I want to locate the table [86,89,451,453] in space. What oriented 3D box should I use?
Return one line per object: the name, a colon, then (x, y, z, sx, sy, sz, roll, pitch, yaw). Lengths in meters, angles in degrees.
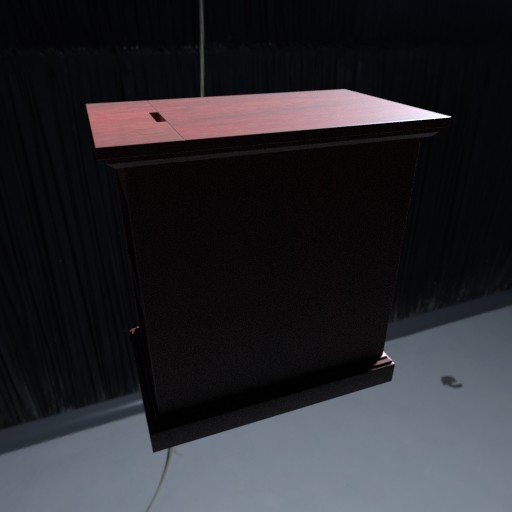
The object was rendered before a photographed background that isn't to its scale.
table: (0.000, 0.000, 0.963, 0.584, 0.612, 0.356, -10, 30, -18)
